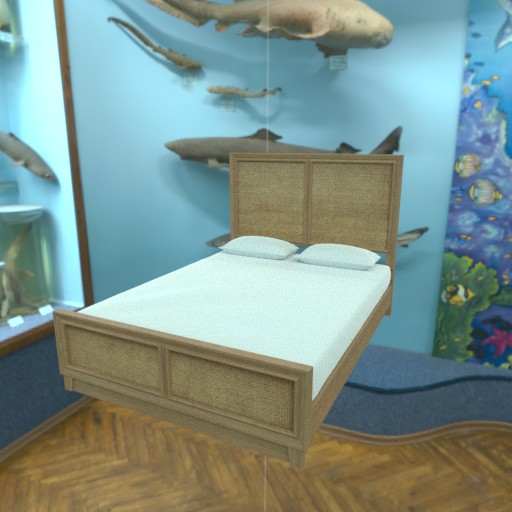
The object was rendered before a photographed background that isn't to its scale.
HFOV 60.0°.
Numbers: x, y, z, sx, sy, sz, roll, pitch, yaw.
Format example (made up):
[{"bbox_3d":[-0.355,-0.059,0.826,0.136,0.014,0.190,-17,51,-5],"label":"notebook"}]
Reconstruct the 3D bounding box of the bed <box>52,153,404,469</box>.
[{"bbox_3d":[0.000,0.000,3.181,1.606,1.387,2.184,7,16,26],"label":"bed"}]
